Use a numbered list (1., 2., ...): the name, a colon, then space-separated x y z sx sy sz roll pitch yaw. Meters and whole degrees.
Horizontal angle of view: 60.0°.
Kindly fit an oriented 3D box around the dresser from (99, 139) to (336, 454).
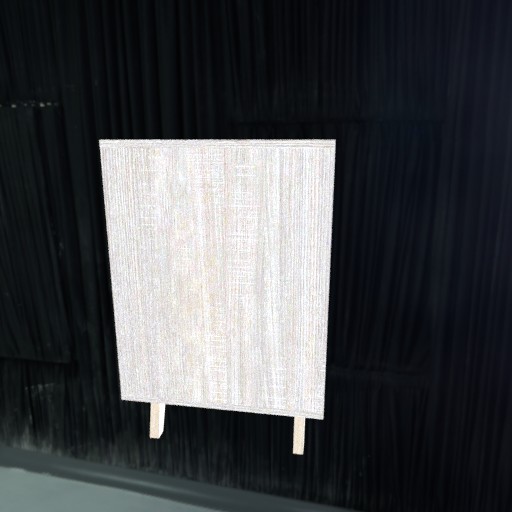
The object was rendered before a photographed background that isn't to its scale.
1. dresser: 0.000 0.000 1.540 0.500 0.780 1.110 2 15 9
